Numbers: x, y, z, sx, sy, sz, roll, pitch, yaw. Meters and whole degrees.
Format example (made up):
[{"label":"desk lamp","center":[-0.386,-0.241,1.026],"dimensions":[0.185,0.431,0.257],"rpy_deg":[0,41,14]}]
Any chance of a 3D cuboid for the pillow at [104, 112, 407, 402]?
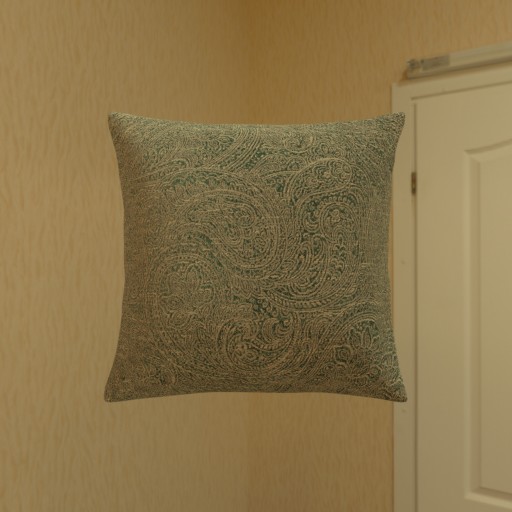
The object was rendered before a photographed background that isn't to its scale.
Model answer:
[{"label":"pillow","center":[0.000,0.000,0.775],"dimensions":[0.526,0.507,0.166],"rpy_deg":[0,0,0]}]
